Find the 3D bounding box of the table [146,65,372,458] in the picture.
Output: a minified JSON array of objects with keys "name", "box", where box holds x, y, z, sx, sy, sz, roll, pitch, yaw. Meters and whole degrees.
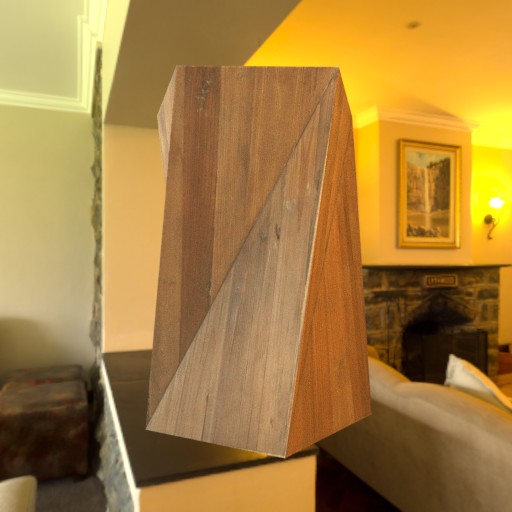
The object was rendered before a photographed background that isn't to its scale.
[{"name":"table","box":[0.000,0.000,0.884,0.441,0.604,0.425,0,0,19]}]
